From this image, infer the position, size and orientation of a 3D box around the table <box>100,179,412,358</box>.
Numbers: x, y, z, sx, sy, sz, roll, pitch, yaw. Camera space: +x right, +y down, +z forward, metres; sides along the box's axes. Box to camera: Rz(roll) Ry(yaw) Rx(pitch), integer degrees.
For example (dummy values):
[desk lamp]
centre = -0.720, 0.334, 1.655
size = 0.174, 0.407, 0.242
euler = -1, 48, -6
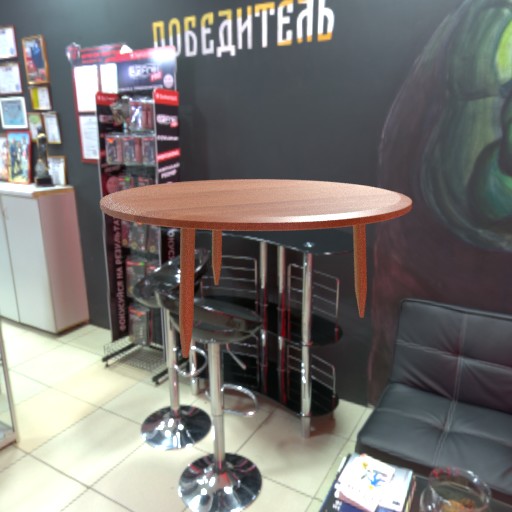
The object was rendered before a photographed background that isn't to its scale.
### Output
[table]
centre = 0.000, 0.000, 1.400
size = 0.900, 0.400, 0.900
euler = 0, 15, 0
